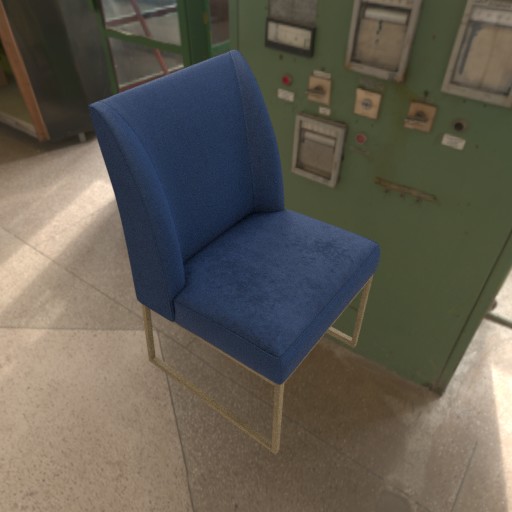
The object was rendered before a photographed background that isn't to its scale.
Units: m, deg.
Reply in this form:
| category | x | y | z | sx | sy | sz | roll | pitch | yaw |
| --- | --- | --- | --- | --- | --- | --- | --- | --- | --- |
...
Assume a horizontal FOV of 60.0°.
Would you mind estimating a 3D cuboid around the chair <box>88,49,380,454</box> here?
| category | x | y | z | sx | sy | sz | roll | pitch | yaw |
| --- | --- | --- | --- | --- | --- | --- | --- | --- | --- |
| chair | 0.000 | 0.000 | 1.193 | 0.522 | 0.863 | 0.508 | 27 | 48 | 27 |
